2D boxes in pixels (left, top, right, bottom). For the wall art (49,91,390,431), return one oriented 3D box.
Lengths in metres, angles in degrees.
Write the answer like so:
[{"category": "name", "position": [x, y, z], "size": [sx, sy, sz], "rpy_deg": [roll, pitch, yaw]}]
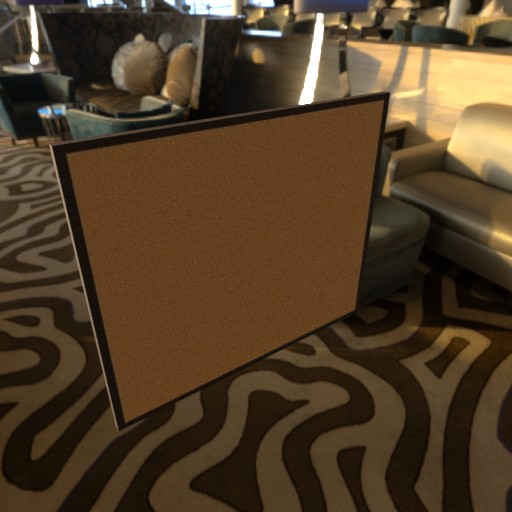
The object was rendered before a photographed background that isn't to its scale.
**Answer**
[{"category": "wall art", "position": [0.000, 0.000, 1.387], "size": [1.033, 0.875, 0.023], "rpy_deg": [-19, 35, -30]}]
